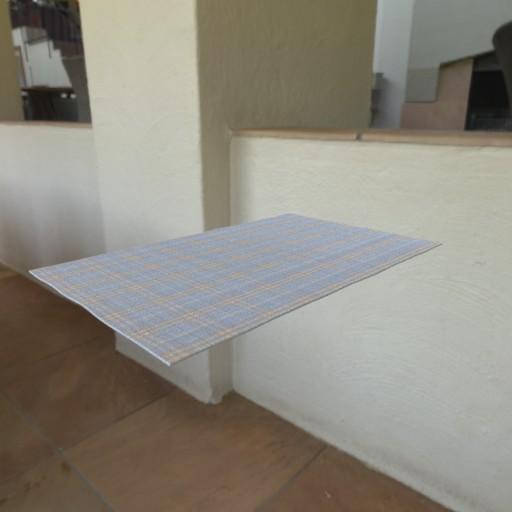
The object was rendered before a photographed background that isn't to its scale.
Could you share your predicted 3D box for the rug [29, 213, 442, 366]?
[{"bbox_3d":[0.000,0.000,3.054,2.460,0.016,1.545,-16,24,-42],"label":"rug"}]
